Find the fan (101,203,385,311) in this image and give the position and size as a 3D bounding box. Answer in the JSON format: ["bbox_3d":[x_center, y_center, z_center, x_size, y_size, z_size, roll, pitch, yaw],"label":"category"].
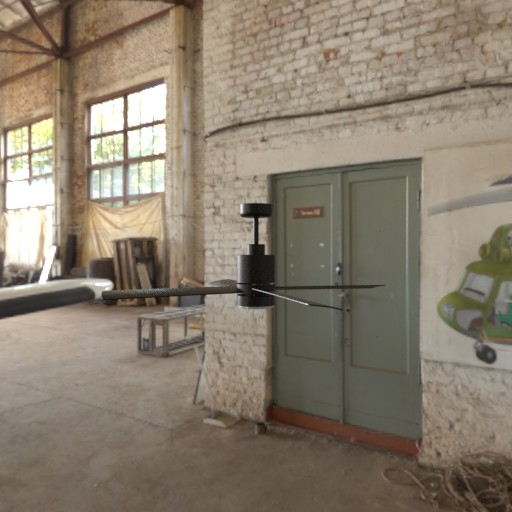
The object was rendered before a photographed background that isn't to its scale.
[{"bbox_3d":[0.000,0.000,2.314,1.525,0.534,1.525,0,1,-19],"label":"fan"}]
